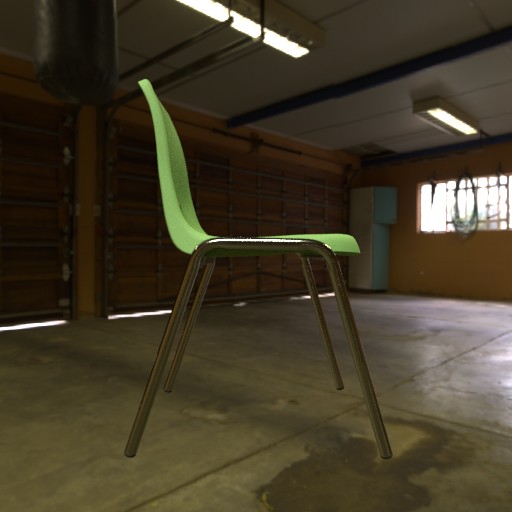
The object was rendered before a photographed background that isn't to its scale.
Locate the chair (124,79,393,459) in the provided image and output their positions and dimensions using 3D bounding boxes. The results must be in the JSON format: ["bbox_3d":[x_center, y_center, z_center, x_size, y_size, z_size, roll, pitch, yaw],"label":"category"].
[{"bbox_3d":[0.000,0.000,0.893,0.436,0.653,0.381,0,0,-1],"label":"chair"}]
